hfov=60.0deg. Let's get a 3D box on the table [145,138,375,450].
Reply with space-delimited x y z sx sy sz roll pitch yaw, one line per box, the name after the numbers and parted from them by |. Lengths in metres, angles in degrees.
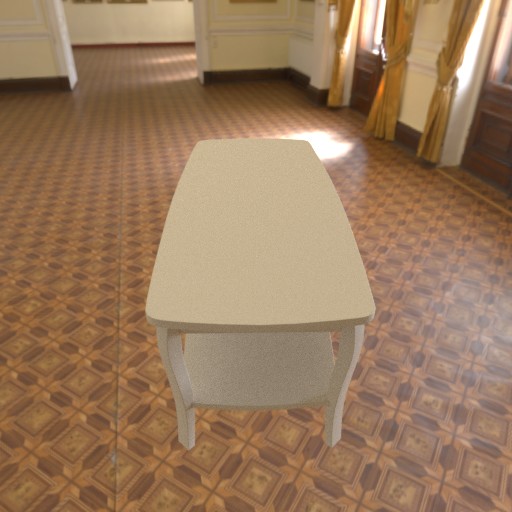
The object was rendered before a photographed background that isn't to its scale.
0.000 0.000 1.627 0.561 0.474 1.334 -1 31 -1 | table
